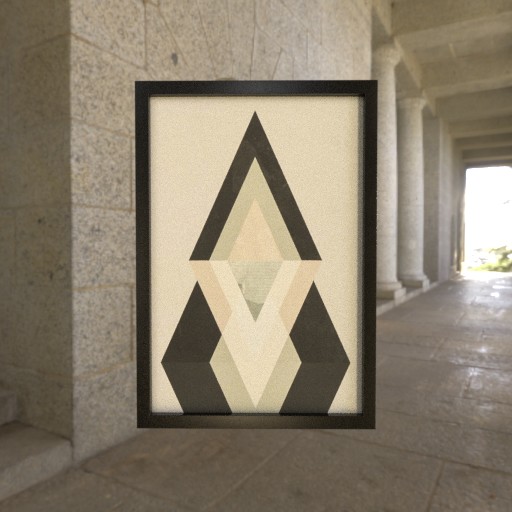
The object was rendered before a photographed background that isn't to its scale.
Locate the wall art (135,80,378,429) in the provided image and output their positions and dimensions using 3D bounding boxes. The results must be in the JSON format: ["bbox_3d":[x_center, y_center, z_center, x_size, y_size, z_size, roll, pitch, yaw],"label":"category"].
[{"bbox_3d":[0.000,0.000,0.587,0.314,0.455,0.019,0,1,1],"label":"wall art"}]
